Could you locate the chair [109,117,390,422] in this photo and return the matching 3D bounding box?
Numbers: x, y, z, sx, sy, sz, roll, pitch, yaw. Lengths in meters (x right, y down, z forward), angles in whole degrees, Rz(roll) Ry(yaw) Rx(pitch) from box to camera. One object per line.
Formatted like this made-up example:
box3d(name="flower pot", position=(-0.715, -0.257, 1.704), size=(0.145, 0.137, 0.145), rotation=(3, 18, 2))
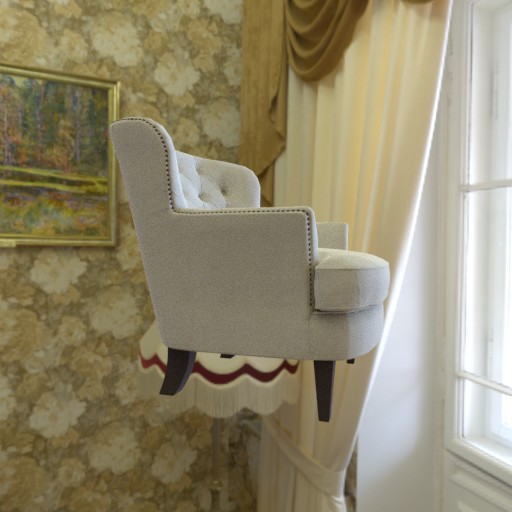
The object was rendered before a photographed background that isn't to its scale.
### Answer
box3d(name="chair", position=(0.000, 0.000, 1.570), size=(0.906, 0.868, 0.848), rotation=(0, 1, 18))
